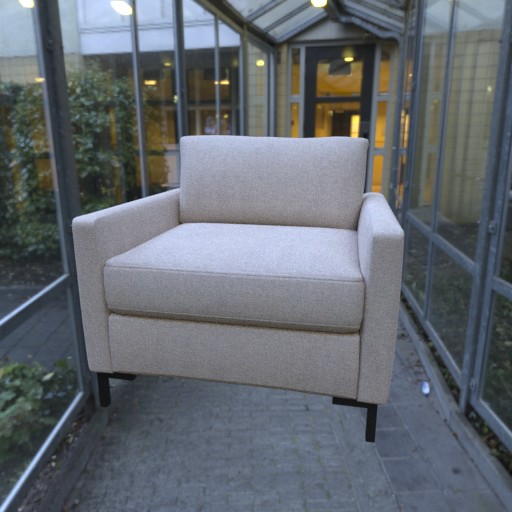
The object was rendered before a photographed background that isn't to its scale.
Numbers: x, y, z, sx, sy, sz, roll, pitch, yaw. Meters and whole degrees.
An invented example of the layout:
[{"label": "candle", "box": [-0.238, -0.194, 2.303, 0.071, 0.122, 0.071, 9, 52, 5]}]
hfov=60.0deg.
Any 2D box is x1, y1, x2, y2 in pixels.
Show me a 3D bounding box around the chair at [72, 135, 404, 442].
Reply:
[{"label": "chair", "box": [0.000, 0.000, 1.633, 0.963, 0.861, 0.866, 3, 15, 11]}]
